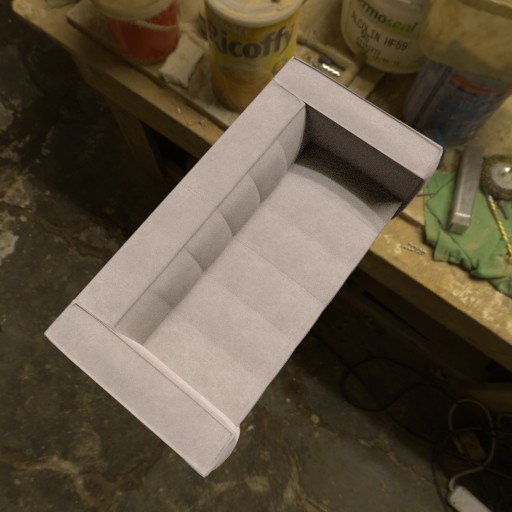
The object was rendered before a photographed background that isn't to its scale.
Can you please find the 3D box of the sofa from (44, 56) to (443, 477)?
[{"bbox_3d":[0.000,0.000,2.482,1.038,0.680,1.995,37,77,10],"label":"sofa"}]
